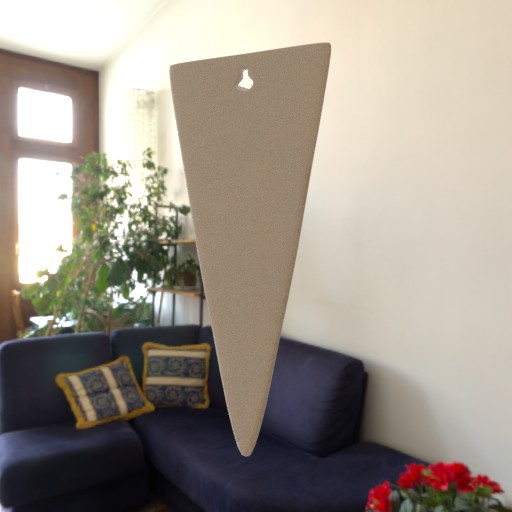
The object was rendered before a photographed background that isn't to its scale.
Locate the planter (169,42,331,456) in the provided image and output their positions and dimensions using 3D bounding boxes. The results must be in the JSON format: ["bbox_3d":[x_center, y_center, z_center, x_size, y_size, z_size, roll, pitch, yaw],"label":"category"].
[{"bbox_3d":[0.000,0.000,0.400,0.143,0.338,0.065,0,0,18],"label":"planter"}]
